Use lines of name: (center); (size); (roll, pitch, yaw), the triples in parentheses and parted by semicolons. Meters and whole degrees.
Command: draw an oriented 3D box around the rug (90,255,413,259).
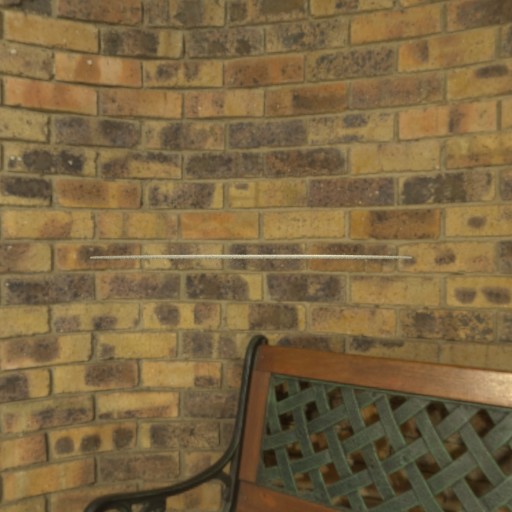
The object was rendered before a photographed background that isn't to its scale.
rug: (0.000, 0.000, 3.643); (1.546, 0.011, 3.048); (0, 0, 1)
